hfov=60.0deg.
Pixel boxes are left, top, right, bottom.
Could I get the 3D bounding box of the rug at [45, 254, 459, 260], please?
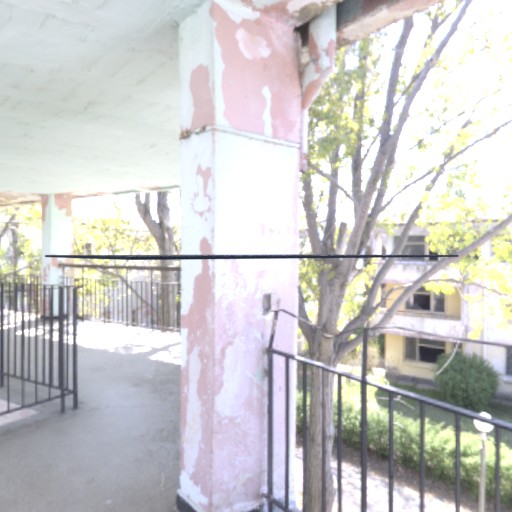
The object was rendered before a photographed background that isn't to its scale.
[{"bbox_3d":[0.000,0.000,2.914,2.290,0.014,1.526,0,0,-37],"label":"rug"}]
